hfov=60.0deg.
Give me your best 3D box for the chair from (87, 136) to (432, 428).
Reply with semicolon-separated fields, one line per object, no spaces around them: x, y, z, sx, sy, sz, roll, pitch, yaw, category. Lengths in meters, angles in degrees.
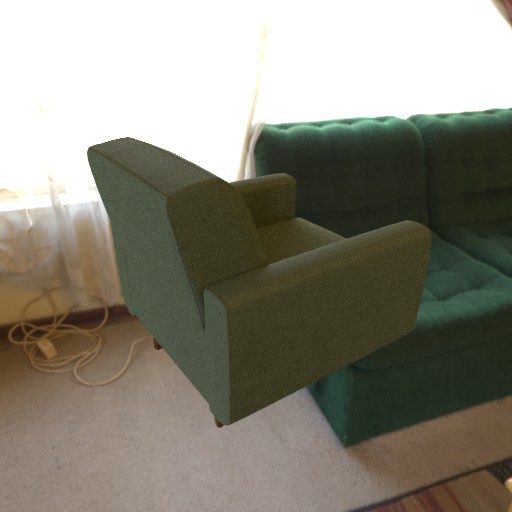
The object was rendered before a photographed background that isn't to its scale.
0.000;0.000;1.589;0.909;0.841;0.831;-18;32;-31;chair
